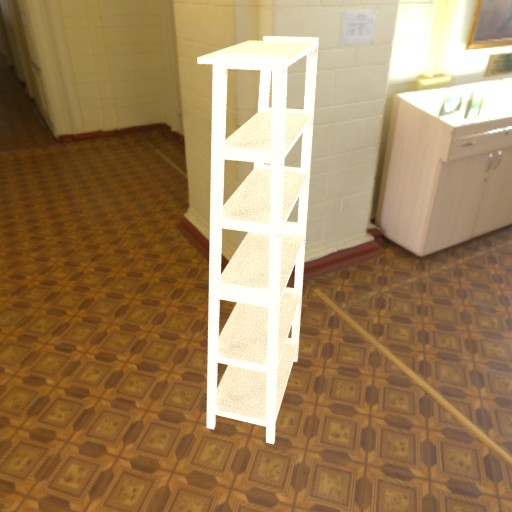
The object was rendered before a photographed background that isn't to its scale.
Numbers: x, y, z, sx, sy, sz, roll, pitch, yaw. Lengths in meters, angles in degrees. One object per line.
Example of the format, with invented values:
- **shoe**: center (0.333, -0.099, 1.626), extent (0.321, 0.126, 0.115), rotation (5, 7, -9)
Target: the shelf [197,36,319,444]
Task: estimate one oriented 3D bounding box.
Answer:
- **shelf**: center (0.000, 0.000, 2.181), extent (0.381, 1.892, 0.660), rotation (8, 32, 13)
